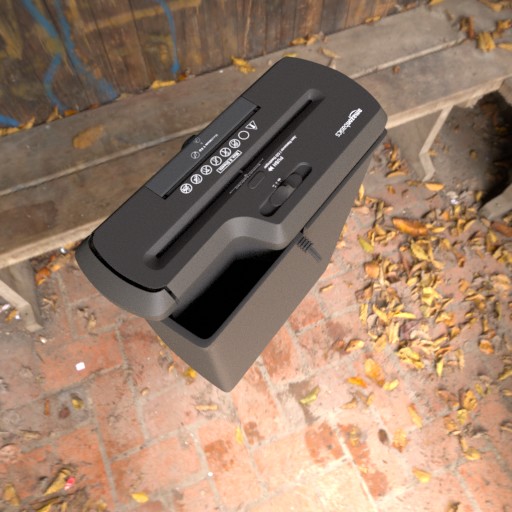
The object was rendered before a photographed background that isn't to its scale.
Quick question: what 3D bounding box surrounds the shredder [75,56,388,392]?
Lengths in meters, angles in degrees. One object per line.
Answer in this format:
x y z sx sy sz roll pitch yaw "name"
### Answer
0.000 0.000 0.533 0.170 0.335 0.320 35 68 16 "shredder"
